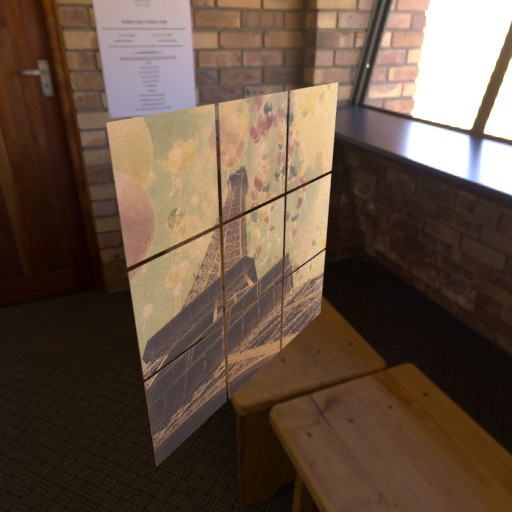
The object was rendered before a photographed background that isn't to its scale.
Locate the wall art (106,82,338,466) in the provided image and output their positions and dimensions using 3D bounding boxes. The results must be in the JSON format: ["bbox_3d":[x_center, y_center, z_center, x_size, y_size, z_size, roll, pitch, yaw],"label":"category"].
[{"bbox_3d":[0.000,0.000,2.207,0.002,1.505,1.517,18,32,32],"label":"wall art"}]
